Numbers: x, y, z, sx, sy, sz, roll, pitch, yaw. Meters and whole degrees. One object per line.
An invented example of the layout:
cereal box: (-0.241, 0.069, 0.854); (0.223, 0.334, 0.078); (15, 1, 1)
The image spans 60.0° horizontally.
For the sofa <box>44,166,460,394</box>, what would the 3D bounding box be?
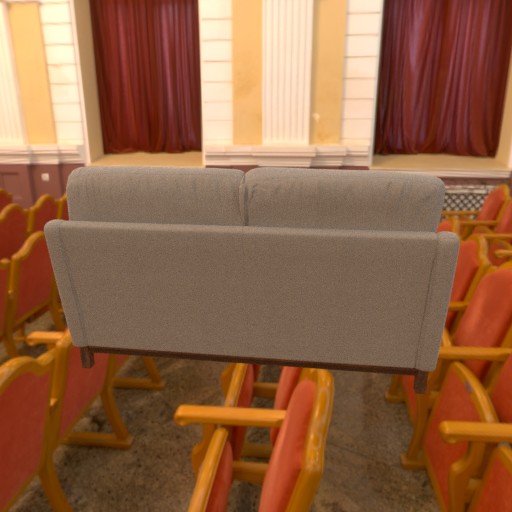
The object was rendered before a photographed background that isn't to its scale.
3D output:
sofa: (0.000, 0.000, 2.160); (1.589, 0.921, 0.987); (2, 17, 7)
